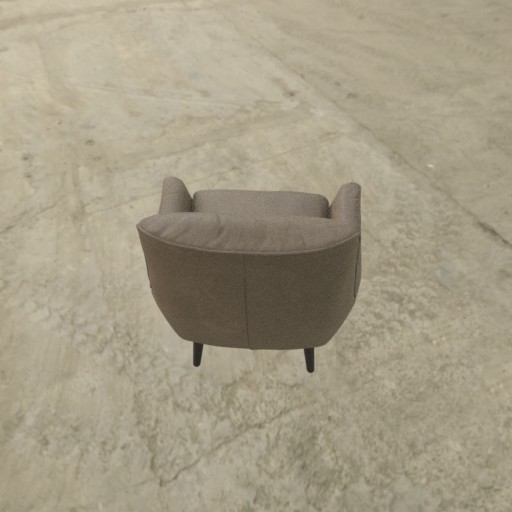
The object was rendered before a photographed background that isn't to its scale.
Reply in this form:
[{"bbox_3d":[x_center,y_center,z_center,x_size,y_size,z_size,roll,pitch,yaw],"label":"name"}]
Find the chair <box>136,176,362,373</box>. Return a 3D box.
[{"bbox_3d":[0.000,0.000,1.532,0.787,0.888,0.824,2,45,2],"label":"chair"}]
